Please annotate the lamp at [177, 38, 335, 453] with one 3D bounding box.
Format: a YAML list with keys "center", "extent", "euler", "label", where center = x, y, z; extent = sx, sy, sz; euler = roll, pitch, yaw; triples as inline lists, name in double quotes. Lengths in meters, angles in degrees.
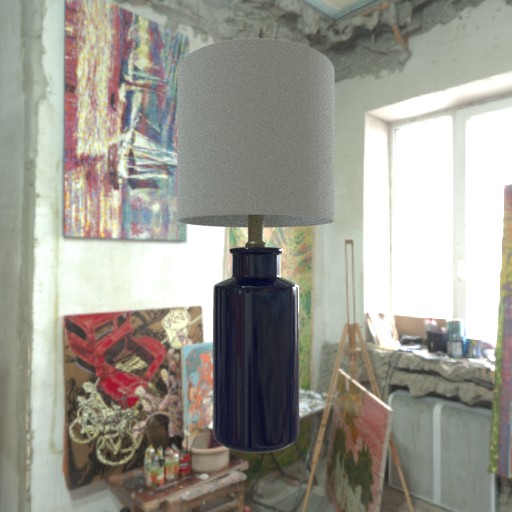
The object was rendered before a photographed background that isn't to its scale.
- center: [0.000, 0.000, 0.606]
  extent: [0.212, 0.493, 0.212]
  euler: [0, 0, 17]
  label: "lamp"
